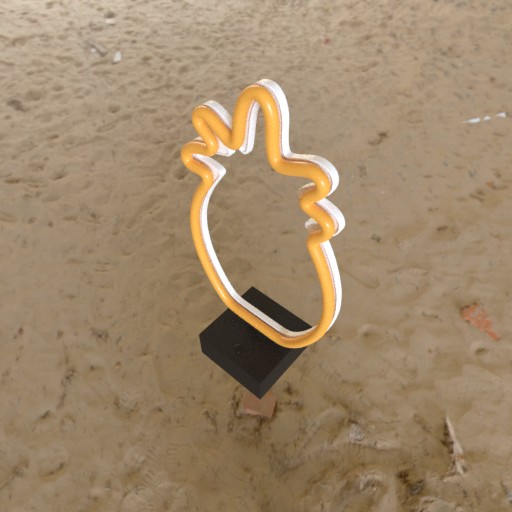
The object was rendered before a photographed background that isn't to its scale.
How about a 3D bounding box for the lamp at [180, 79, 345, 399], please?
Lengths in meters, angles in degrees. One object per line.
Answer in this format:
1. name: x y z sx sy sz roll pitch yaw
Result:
1. lamp: 0.000 0.000 0.394 0.167 0.317 0.088 32 55 26
